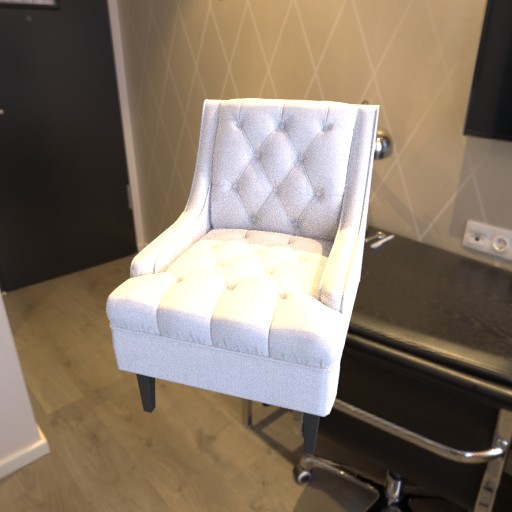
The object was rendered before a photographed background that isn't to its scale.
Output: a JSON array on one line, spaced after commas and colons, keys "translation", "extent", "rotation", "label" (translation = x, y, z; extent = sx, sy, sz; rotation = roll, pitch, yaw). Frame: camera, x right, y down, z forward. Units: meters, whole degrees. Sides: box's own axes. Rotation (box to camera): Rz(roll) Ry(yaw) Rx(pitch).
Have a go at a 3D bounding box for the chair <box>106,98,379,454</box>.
[{"translation": [0.000, 0.000, 1.425], "extent": [0.658, 0.891, 0.772], "rotation": [8, 26, 16], "label": "chair"}]
